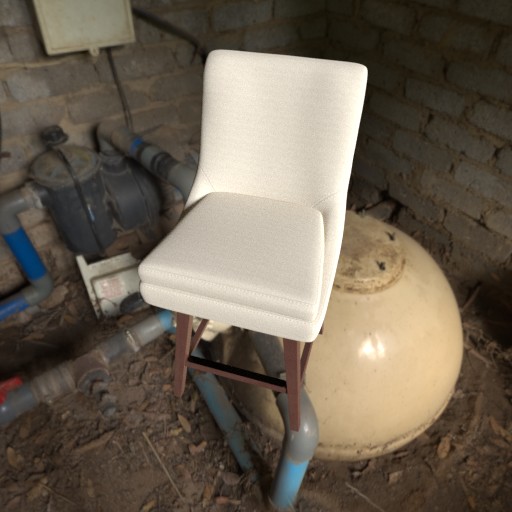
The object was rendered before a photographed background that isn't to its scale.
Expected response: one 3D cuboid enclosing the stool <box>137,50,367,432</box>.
[{"bbox_3d":[0.000,0.000,1.319,0.483,0.991,0.559,12,43,13],"label":"stool"}]
